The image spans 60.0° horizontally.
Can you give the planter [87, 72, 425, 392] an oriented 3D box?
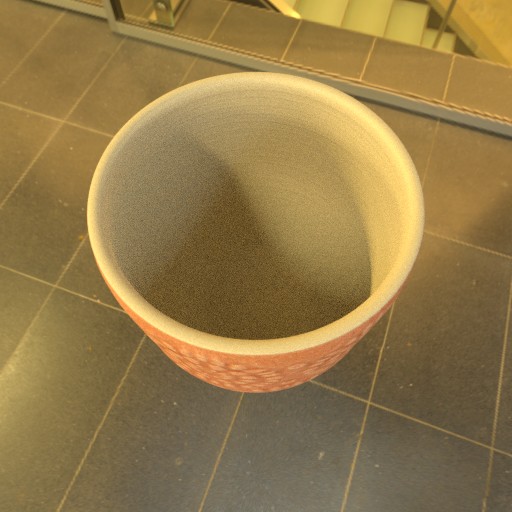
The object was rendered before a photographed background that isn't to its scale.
[{"bbox_3d":[0.000,0.000,0.210,0.124,0.109,0.124,0,63,0],"label":"planter"}]
